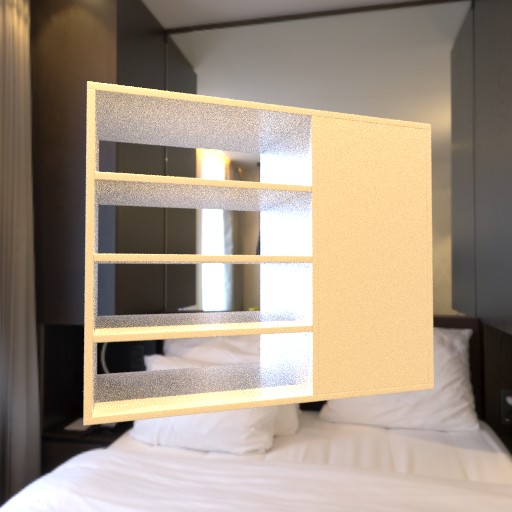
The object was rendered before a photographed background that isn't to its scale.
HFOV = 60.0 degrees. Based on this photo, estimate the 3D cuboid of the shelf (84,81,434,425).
[{"bbox_3d":[0.000,0.000,1.270,0.895,0.732,0.396,1,-2,-18],"label":"shelf"}]
